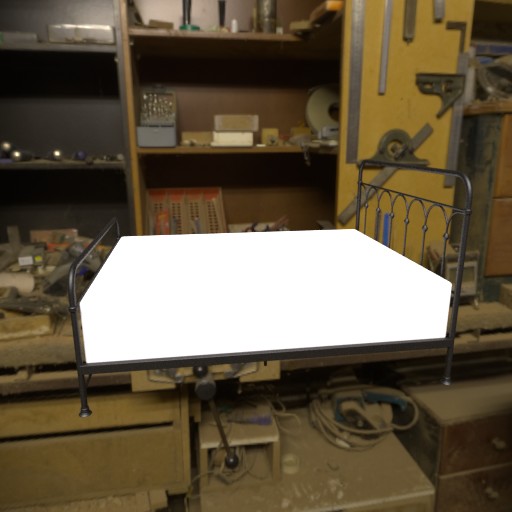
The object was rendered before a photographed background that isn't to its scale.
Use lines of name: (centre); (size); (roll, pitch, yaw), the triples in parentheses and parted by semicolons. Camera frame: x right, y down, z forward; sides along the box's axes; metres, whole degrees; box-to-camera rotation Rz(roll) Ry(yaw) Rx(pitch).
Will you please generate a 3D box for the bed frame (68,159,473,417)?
bed frame: (0.000, 0.000, 3.179); (2.203, 1.276, 1.664); (-2, 15, -8)
